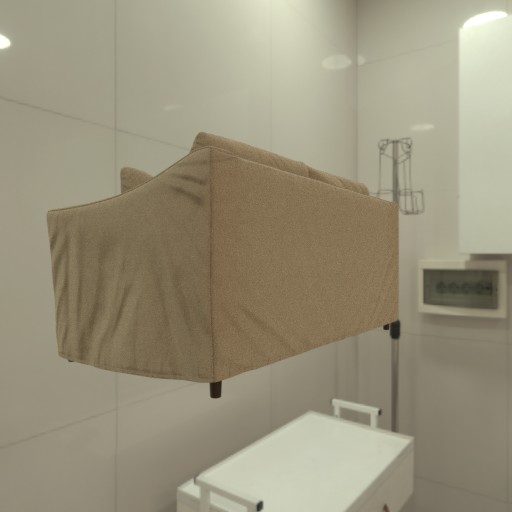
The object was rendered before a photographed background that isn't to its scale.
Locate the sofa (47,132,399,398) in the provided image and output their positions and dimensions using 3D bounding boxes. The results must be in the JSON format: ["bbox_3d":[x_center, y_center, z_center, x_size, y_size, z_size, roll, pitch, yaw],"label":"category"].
[{"bbox_3d":[0.000,0.000,2.588,1.072,1.018,2.010,0,0,35],"label":"sofa"}]
